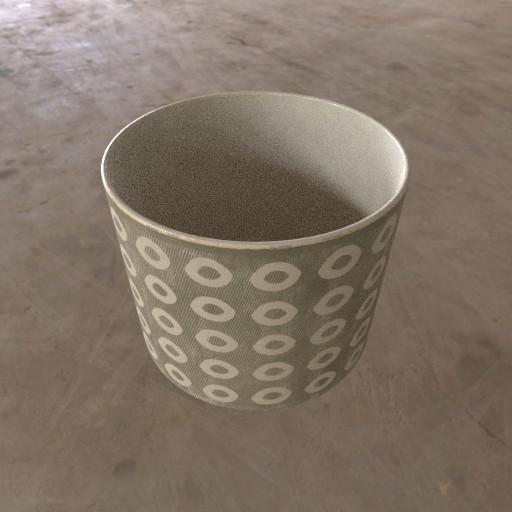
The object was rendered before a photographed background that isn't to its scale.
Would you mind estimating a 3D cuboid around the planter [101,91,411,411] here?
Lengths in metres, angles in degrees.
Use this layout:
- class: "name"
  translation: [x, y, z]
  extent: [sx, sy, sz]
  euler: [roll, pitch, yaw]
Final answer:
- class: "planter"
  translation: [0.000, 0.000, 0.448]
  extent: [0.250, 0.239, 0.250]
  euler: [0, 42, 0]
